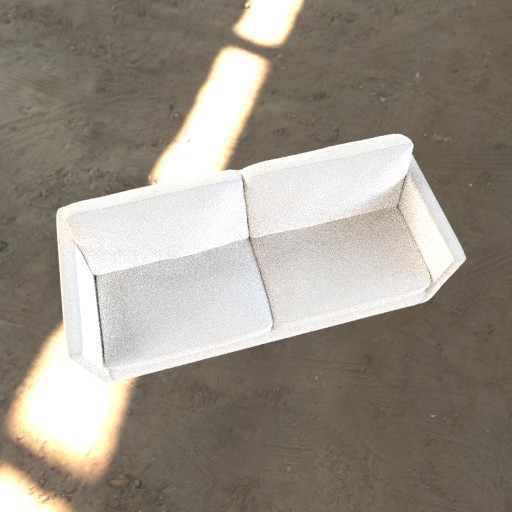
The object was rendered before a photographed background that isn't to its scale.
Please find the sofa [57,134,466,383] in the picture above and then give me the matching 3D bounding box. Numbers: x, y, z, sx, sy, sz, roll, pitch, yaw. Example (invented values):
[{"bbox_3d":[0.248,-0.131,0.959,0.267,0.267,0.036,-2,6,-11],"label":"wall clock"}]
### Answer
[{"bbox_3d":[0.000,0.000,2.672,2.139,0.933,0.924,-13,64,-7],"label":"sofa"}]
